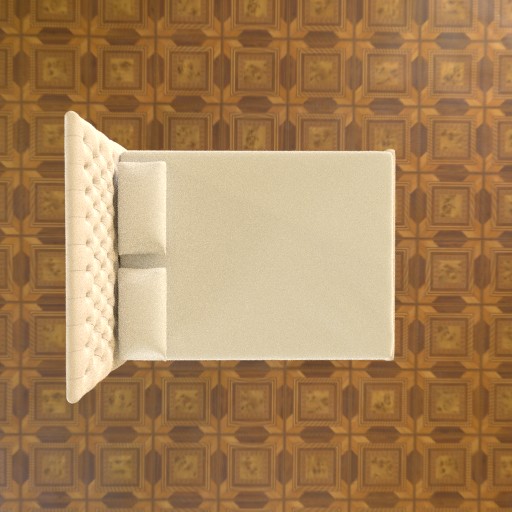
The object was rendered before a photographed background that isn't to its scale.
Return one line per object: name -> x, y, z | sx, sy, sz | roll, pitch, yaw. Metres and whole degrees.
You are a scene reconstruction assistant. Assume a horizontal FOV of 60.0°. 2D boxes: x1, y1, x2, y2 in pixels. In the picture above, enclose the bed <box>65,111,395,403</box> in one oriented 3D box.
bed -> 0.000, 0.000, 3.253 | 2.233, 1.426, 1.696 | 0, 91, -1
